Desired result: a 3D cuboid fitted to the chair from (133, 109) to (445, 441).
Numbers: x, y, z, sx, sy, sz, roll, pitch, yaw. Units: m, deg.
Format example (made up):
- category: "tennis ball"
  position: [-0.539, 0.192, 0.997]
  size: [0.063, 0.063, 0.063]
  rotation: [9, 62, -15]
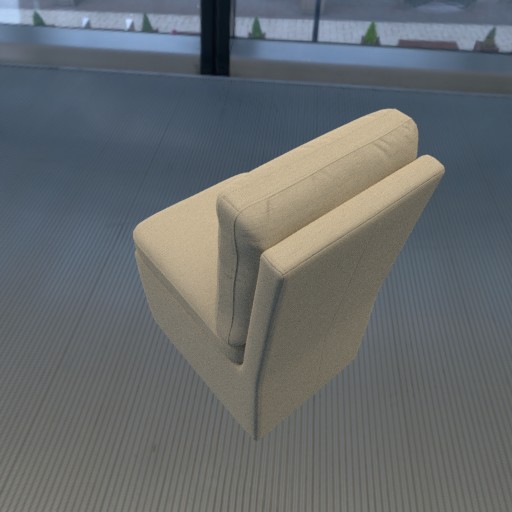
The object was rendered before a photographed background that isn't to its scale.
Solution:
- category: "chair"
  position: [0.000, 0.000, 1.291]
  size: [0.503, 0.927, 0.698]
  rotation: [-31, 54, -26]
